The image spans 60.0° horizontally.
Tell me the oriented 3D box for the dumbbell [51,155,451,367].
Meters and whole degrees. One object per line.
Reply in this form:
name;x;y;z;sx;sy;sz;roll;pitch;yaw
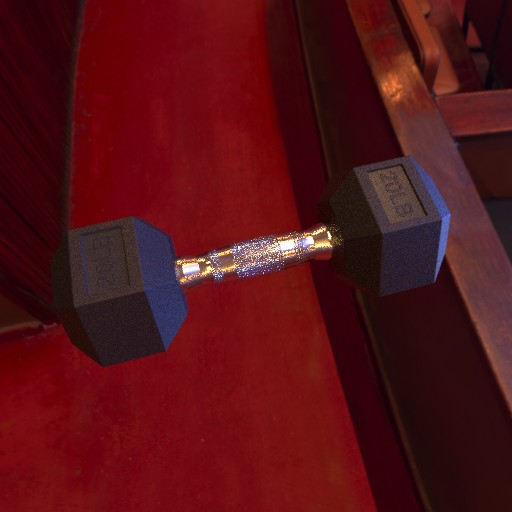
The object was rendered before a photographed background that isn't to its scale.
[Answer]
dumbbell;0.000;0.000;0.325;0.272;0.092;0.106;-13;65;-6
